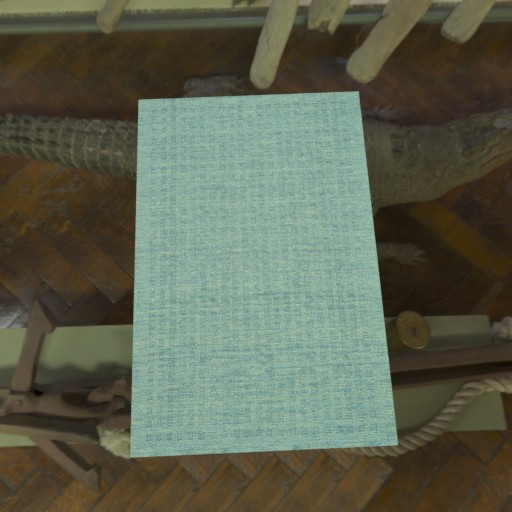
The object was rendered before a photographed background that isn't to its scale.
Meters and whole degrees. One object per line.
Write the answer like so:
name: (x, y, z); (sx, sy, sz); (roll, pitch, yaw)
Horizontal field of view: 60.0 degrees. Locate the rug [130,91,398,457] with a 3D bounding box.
rug: (0.000, 0.000, 2.791); (1.522, 0.006, 2.286); (-2, 76, -1)
